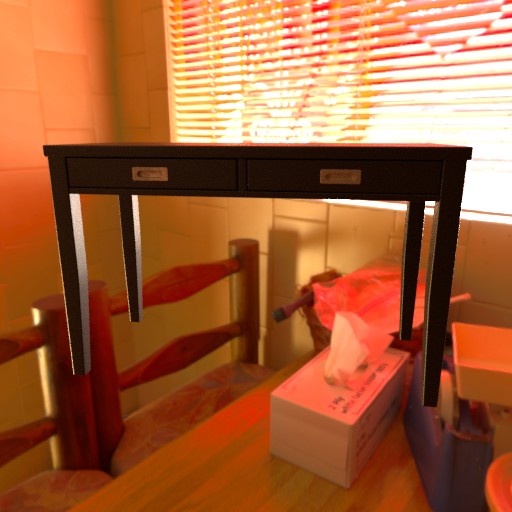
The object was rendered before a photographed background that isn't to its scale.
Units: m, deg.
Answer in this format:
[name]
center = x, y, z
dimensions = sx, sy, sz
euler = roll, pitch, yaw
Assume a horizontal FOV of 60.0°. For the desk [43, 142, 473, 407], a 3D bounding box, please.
[desk]
center = 0.000, 0.000, 1.580
dimensions = 1.220, 0.775, 0.508
euler = 2, 15, 9
